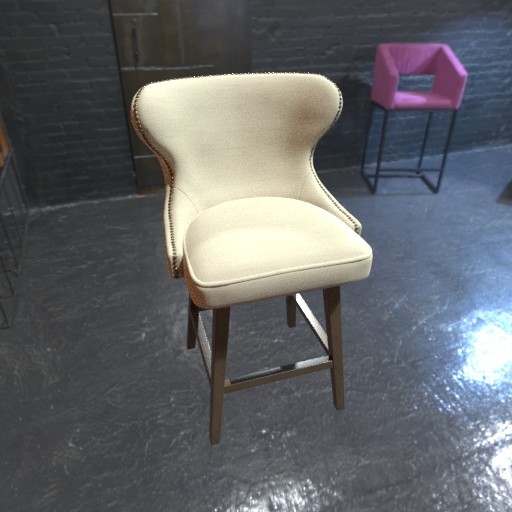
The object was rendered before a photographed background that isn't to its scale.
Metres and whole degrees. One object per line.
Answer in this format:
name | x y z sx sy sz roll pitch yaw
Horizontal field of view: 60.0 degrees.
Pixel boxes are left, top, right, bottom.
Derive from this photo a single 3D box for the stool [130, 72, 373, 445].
stool | 0.000 0.000 1.370 0.615 0.972 0.597 -9 33 -15
